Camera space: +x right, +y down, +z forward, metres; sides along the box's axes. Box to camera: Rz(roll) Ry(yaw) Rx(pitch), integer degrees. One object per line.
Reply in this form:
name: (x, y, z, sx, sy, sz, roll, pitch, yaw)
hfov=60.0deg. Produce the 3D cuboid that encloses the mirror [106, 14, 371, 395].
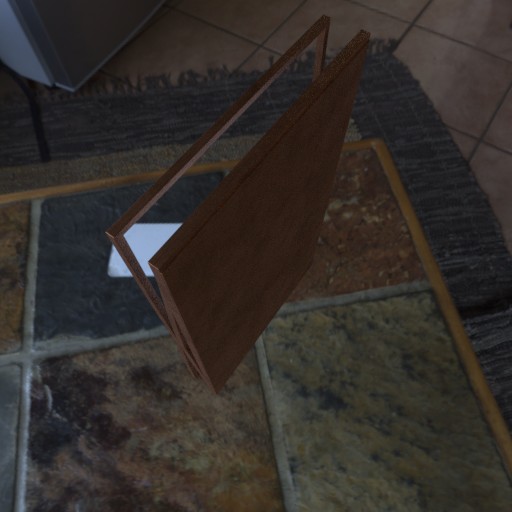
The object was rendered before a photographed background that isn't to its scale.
mirror: (0.000, 0.000, 0.909, 0.082, 0.768, 0.468, 32, 67, 15)
